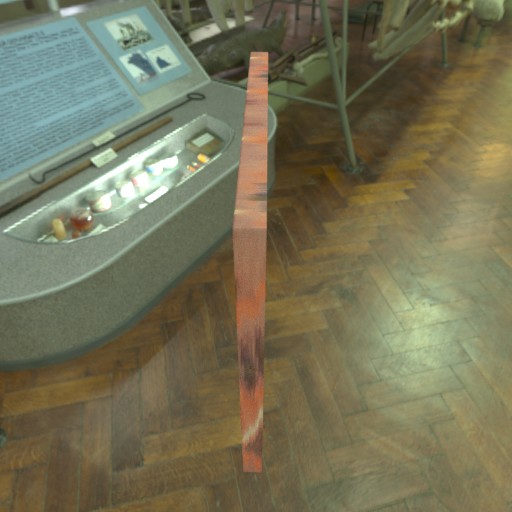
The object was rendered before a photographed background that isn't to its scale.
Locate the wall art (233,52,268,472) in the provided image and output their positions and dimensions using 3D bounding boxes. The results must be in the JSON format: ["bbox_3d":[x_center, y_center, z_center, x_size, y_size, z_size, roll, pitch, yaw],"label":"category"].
[{"bbox_3d":[0.000,0.000,0.902,0.037,0.609,0.603,1,41,1],"label":"wall art"}]
